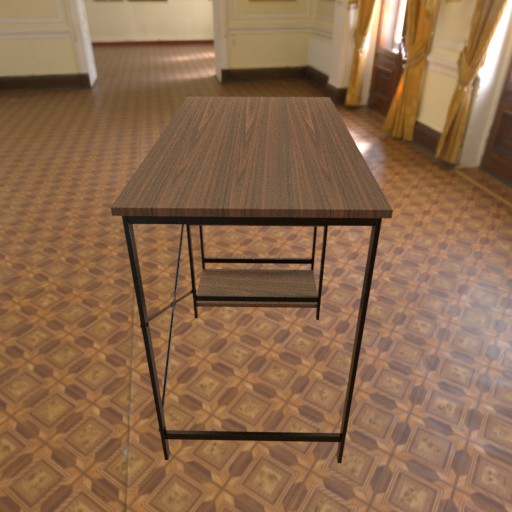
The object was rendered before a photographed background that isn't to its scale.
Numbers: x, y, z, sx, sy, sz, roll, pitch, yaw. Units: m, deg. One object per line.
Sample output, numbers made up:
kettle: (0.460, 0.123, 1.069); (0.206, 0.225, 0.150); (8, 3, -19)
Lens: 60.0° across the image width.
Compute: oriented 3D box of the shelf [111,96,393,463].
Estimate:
shelf: (0.000, 0.000, 1.360); (0.498, 0.750, 0.902); (1, 32, 1)
